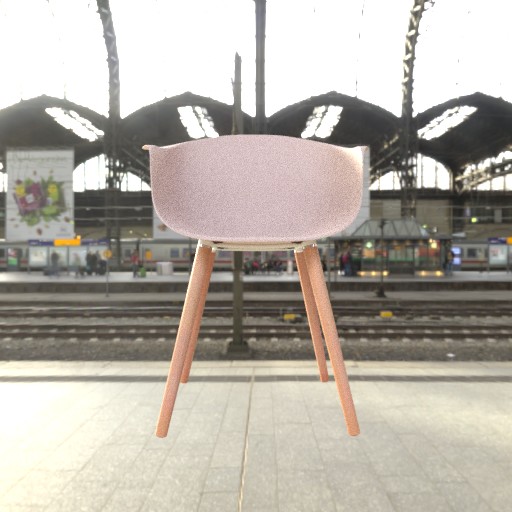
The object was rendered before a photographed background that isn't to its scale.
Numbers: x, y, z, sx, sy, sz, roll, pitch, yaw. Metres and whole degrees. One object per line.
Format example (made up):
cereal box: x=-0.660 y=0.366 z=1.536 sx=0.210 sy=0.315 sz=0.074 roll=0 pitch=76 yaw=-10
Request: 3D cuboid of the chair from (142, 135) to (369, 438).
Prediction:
chair: x=0.000 y=0.000 z=1.174 sx=0.593 sy=0.781 sz=0.504 roll=0 pitch=0 yaw=-1
